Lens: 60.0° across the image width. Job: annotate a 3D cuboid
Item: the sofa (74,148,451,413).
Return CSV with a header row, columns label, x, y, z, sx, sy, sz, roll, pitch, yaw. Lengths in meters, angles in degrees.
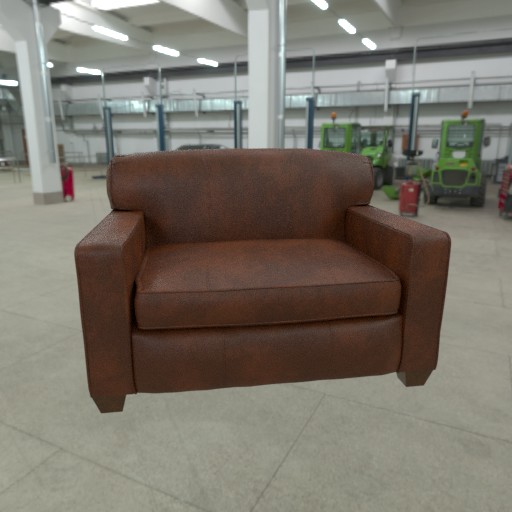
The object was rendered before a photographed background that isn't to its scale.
label,x,y,z,sx,sy,sz,roll,pitch,yaw
sofa,0.000,0.000,2.050,1.413,0.956,1.000,-2,15,-8
